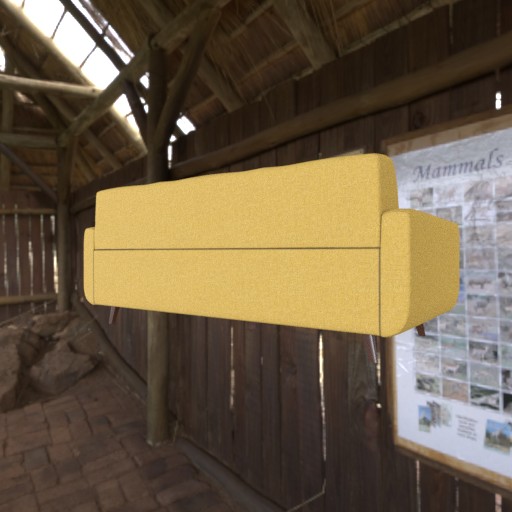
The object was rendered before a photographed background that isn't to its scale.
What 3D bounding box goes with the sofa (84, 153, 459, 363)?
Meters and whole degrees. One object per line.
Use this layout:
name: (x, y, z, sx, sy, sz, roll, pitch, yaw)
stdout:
sofa: (0.000, 0.000, 2.561, 2.029, 0.841, 0.909, 0, 0, 36)
